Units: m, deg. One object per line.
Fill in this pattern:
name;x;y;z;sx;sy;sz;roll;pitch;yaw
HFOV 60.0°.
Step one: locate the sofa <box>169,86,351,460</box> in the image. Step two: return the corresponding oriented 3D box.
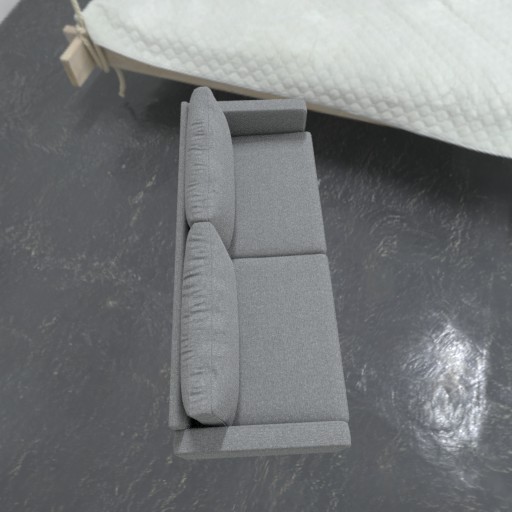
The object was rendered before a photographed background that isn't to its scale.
sofa;0.000;0.000;2.698;0.880;0.880;2.200;-2;63;-1
